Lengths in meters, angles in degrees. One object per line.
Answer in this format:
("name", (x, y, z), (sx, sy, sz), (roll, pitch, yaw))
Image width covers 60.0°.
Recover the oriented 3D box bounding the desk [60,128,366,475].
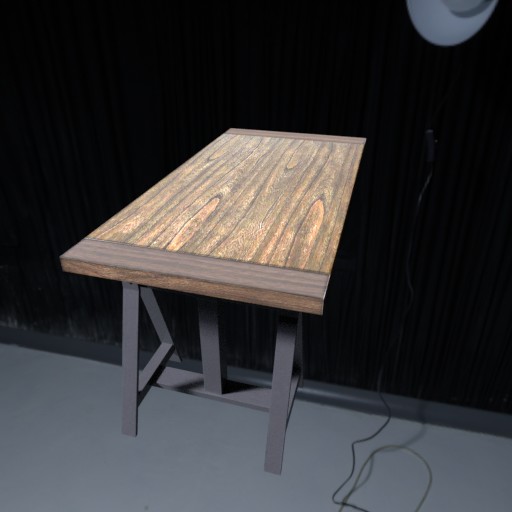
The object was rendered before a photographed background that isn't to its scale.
("desk", (0.000, 0.000, 2.002), (0.784, 0.725, 1.543), (8, 31, 14))
